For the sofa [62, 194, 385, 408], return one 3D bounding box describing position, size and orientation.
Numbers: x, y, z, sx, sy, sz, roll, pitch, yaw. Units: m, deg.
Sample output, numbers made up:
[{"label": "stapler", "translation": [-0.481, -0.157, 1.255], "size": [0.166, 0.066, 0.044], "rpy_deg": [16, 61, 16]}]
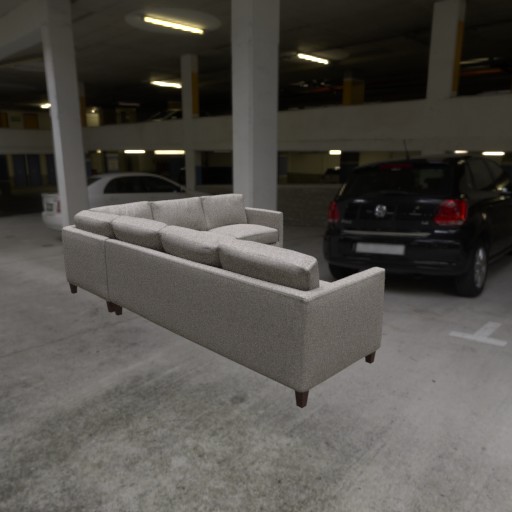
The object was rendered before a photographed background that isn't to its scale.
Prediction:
[{"label": "sofa", "translation": [0.000, 0.000, 4.508], "size": [3.302, 0.947, 2.593], "rpy_deg": [13, 19, 43]}]
